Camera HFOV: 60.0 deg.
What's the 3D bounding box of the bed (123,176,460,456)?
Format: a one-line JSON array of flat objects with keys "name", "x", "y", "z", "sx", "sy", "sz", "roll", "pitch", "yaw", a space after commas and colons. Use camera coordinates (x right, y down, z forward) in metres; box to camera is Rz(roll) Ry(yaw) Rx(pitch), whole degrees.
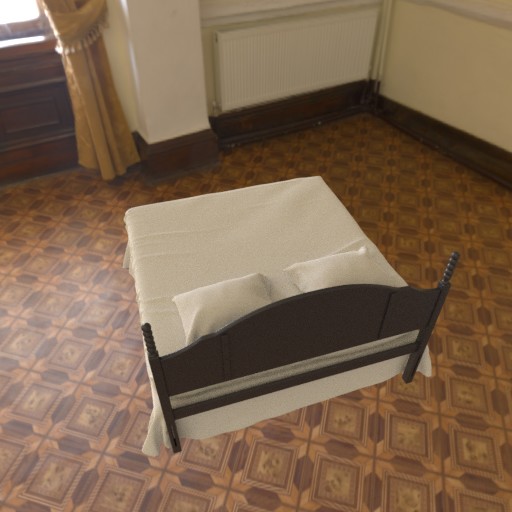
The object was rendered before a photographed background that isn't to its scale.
[{"name": "bed", "x": 0.000, "y": 0.000, "z": 3.673, "sx": 2.322, "sy": 1.355, "sz": 2.219, "roll": -12, "pitch": 43, "yaw": -13}]
